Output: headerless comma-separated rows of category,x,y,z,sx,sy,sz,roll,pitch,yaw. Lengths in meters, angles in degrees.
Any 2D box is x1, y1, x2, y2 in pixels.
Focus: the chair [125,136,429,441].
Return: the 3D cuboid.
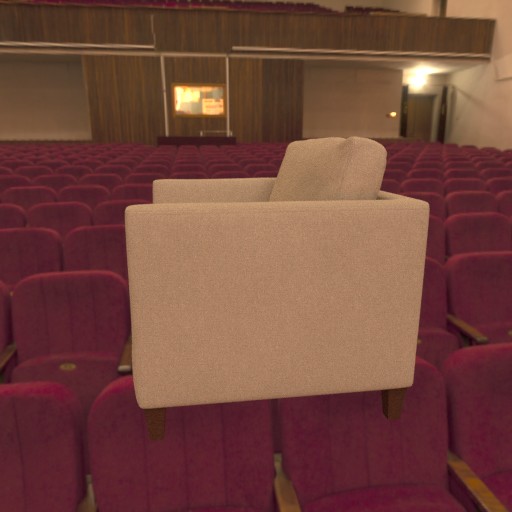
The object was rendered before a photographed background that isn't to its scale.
chair,0.000,0.000,1.866,0.959,0.961,1.107,-2,14,-8
